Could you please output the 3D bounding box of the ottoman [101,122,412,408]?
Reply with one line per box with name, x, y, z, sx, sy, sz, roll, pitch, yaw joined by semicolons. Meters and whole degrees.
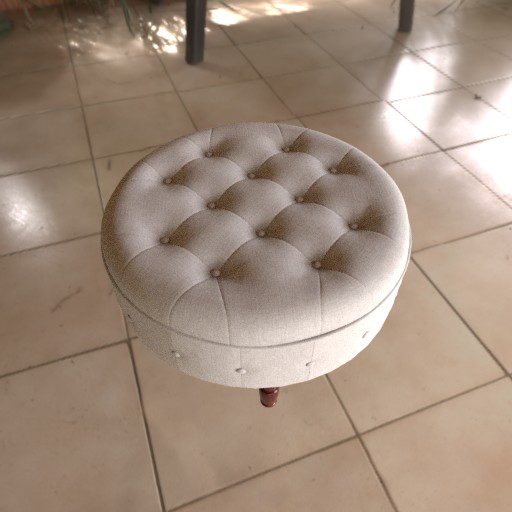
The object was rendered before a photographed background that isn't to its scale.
ottoman;0.000;0.000;1.363;0.849;0.478;0.849;0;47;0
